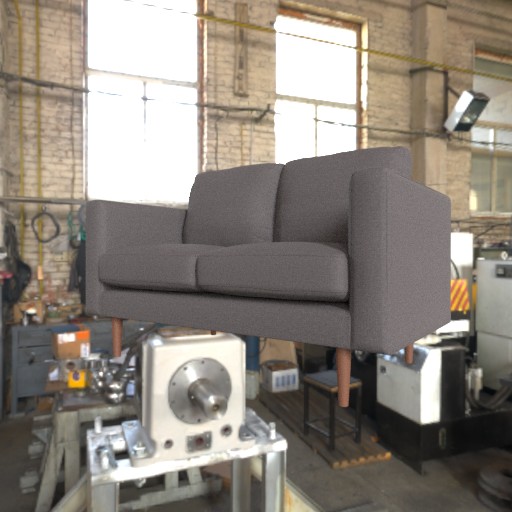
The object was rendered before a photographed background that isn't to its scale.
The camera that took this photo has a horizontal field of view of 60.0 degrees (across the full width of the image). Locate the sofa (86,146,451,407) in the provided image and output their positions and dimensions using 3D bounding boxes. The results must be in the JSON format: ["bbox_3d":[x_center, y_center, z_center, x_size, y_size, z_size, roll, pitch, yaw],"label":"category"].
[{"bbox_3d":[0.000,0.000,1.920,1.430,0.908,0.796,0,0,36],"label":"sofa"}]
